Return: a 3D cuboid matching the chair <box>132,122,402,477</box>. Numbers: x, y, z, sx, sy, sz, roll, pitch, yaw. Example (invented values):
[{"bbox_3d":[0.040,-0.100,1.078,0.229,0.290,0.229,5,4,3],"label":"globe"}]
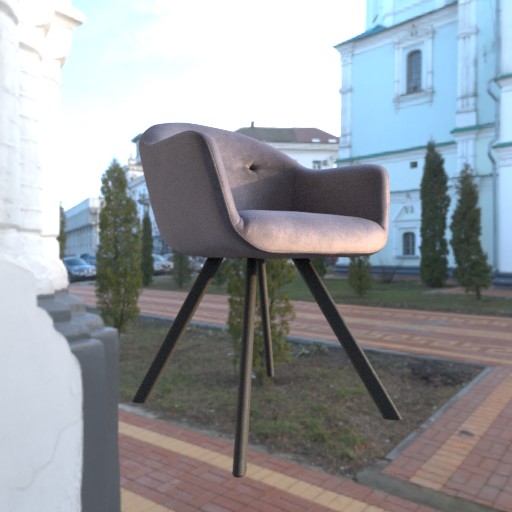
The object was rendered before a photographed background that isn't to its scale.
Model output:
[{"bbox_3d":[0.000,0.000,1.138,0.567,0.781,0.544,0,0,-36],"label":"chair"}]
